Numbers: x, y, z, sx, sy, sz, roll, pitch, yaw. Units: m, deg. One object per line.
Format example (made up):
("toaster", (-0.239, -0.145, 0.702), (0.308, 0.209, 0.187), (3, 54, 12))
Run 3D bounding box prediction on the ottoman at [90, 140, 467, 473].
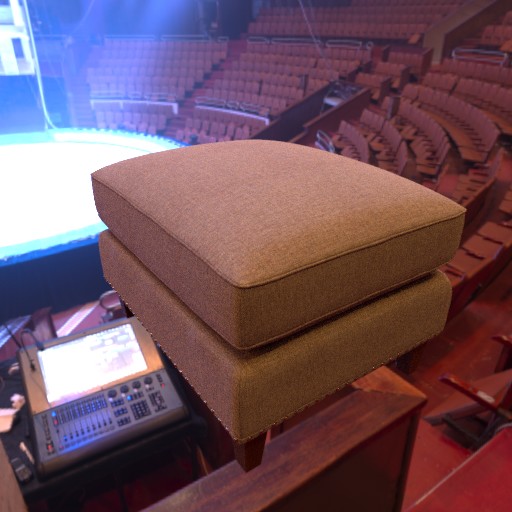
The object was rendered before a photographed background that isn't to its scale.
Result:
("ottoman", (0.000, 0.000, 1.112), (0.584, 0.513, 0.741), (-17, 31, -31))
